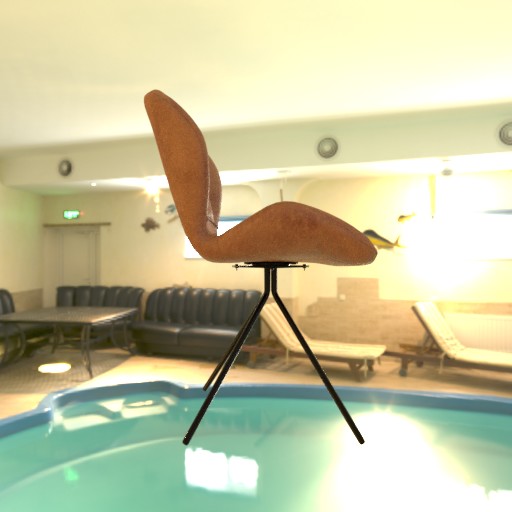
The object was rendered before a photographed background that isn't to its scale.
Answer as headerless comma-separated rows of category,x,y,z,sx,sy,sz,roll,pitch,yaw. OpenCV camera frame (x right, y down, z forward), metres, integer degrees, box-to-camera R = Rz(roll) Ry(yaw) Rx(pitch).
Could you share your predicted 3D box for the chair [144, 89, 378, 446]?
chair,0.000,0.000,1.304,0.640,0.929,0.527,0,0,0
